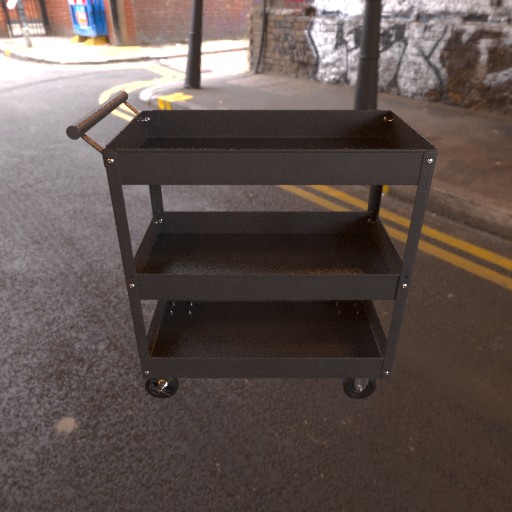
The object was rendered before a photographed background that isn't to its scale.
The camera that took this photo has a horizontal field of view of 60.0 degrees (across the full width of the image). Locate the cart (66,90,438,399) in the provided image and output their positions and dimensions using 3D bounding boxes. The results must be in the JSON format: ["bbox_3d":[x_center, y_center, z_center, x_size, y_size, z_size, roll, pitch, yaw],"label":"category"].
[{"bbox_3d":[0.000,0.000,1.187,0.719,0.780,0.366,0,30,0],"label":"cart"}]
